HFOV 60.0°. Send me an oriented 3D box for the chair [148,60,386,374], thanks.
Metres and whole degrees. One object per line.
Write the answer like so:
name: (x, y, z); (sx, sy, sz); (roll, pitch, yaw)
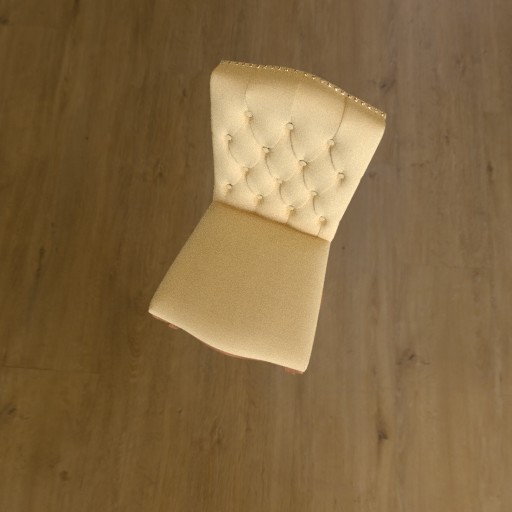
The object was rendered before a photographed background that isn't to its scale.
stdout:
chair: (0.000, 0.000, 1.586); (0.623, 1.165, 0.715); (20, 77, 5)
